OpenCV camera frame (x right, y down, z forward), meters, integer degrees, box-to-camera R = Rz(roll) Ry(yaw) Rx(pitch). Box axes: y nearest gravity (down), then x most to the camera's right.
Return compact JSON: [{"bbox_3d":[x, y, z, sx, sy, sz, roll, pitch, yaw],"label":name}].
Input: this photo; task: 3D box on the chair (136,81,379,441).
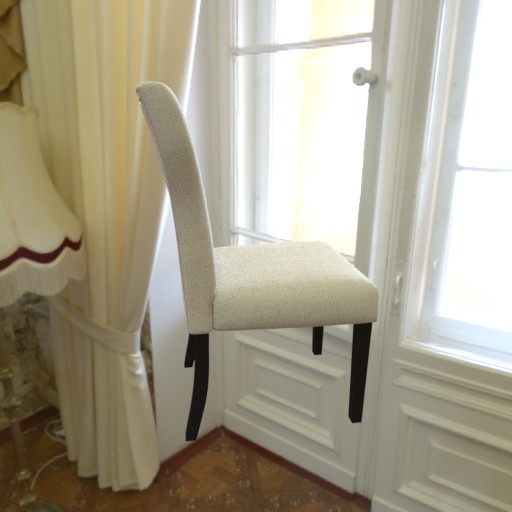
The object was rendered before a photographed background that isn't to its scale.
[{"bbox_3d":[0.000,0.000,1.300,0.597,0.921,0.509,-3,18,-9],"label":"chair"}]
